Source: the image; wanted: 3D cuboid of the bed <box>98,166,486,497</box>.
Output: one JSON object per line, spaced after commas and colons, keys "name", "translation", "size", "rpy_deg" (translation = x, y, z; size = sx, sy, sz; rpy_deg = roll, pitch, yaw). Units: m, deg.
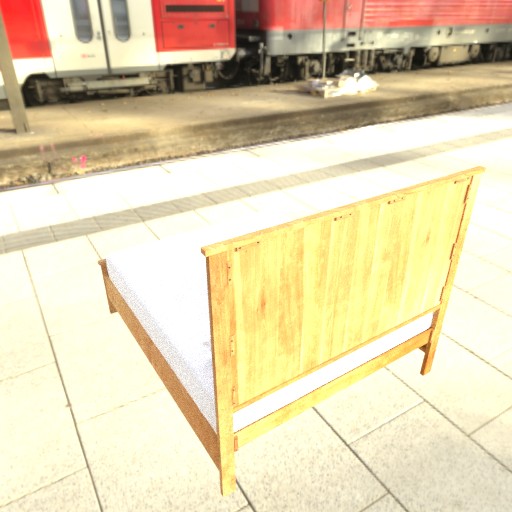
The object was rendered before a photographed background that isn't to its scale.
{"name": "bed", "translation": [0.000, 0.000, 3.476], "size": [1.936, 1.686, 2.201], "rpy_deg": [-18, 34, -29]}
